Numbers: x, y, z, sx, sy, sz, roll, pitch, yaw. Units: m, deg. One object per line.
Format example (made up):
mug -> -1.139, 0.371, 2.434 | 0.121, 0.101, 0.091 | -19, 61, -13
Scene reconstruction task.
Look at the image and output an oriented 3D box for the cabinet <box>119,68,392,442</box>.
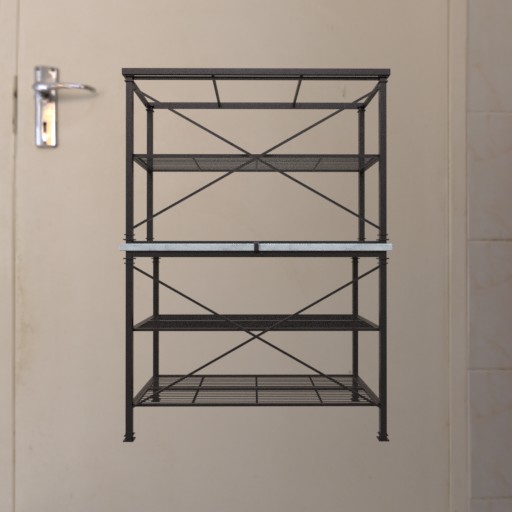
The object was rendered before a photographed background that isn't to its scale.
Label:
cabinet -> 0.000, 0.000, 2.252 | 1.210, 1.659, 0.610 | 0, 0, 0
